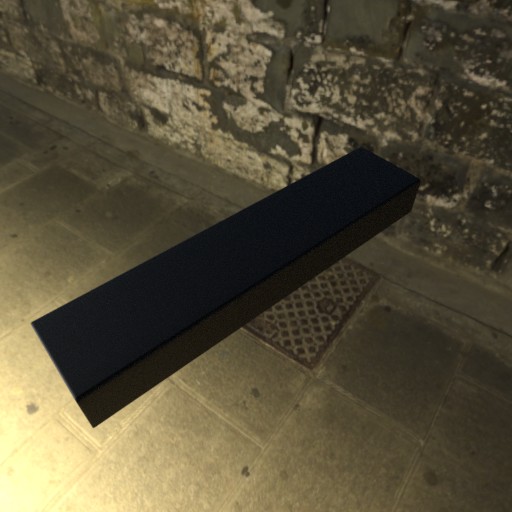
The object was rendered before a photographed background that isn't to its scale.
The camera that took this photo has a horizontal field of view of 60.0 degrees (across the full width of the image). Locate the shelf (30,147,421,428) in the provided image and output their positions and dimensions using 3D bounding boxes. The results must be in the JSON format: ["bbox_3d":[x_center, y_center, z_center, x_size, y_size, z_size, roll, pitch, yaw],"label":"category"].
[{"bbox_3d":[0.000,0.000,0.497,0.456,0.053,0.102,-31,54,-26],"label":"shelf"}]
